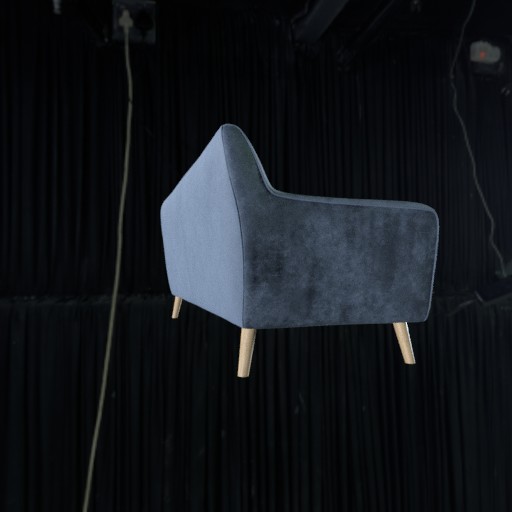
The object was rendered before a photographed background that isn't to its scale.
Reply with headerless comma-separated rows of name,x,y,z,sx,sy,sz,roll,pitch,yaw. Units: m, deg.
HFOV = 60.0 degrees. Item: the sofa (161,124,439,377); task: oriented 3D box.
sofa,0.000,0.000,2.391,0.841,0.832,1.975,0,-1,-18
